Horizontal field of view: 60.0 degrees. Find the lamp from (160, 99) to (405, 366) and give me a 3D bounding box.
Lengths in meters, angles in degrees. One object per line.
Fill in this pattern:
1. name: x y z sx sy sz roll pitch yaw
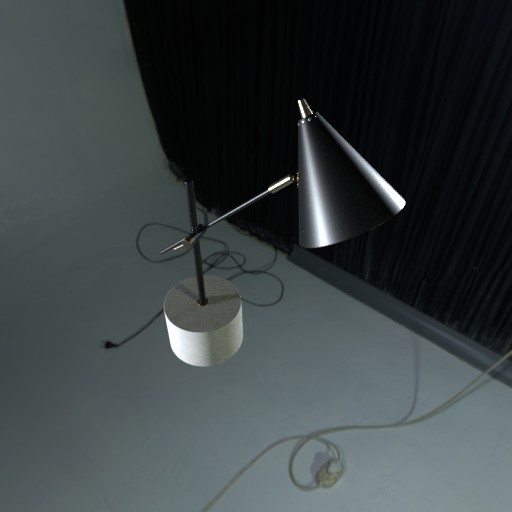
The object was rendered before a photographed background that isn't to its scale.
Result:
1. lamp: 0.000 0.000 0.734 0.403 0.518 0.214 26 48 26
